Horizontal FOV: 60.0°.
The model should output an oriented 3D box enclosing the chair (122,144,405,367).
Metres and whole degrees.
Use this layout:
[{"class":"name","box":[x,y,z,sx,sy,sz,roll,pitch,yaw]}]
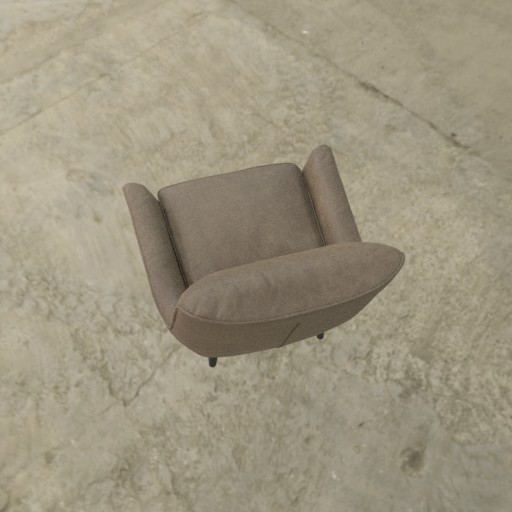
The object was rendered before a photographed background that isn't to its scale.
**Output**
[{"class":"chair","box":[0.000,0.000,1.473,0.787,0.888,0.824,-13,59,-8]}]
